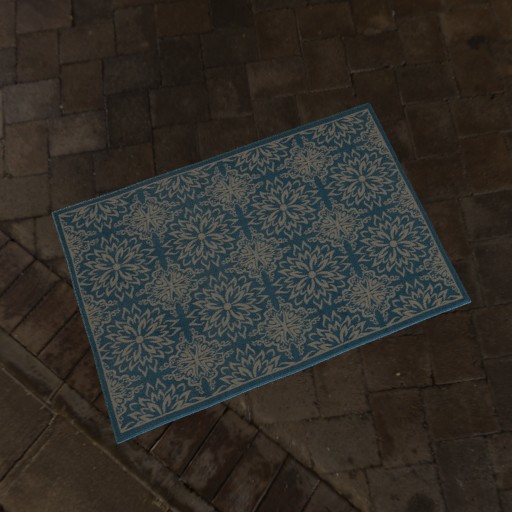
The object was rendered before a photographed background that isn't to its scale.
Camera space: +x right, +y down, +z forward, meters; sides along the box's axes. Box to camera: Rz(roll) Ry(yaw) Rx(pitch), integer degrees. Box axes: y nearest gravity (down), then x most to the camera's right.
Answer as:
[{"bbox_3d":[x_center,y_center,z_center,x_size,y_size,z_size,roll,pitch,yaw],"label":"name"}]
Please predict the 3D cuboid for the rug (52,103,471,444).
[{"bbox_3d":[0.000,0.000,2.266,1.833,0.012,1.211,-20,76,-5],"label":"rug"}]
